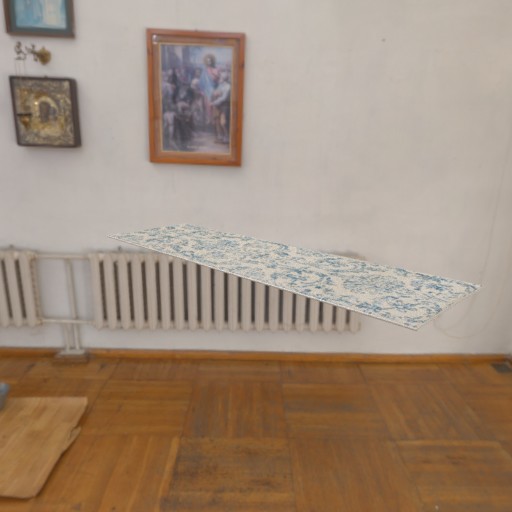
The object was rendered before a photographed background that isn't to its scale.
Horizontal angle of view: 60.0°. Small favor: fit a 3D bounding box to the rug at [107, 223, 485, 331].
[{"bbox_3d":[0.000,0.000,2.477,2.196,0.011,0.662,14,20,43],"label":"rug"}]
